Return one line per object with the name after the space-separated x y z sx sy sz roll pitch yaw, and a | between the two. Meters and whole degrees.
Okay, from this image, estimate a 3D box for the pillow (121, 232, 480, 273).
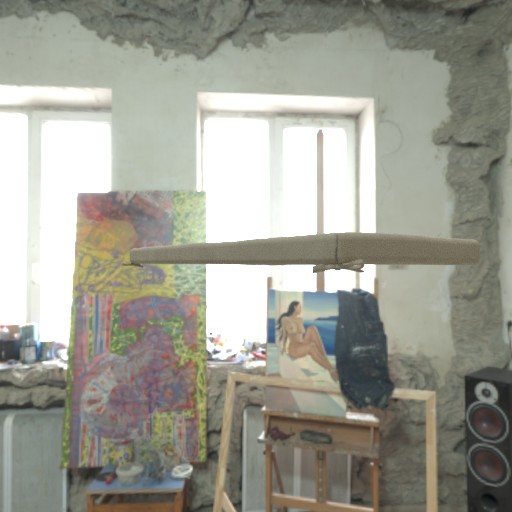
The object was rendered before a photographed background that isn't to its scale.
0.000 0.000 1.357 0.492 0.081 1.187 1 -1 -34 | pillow
